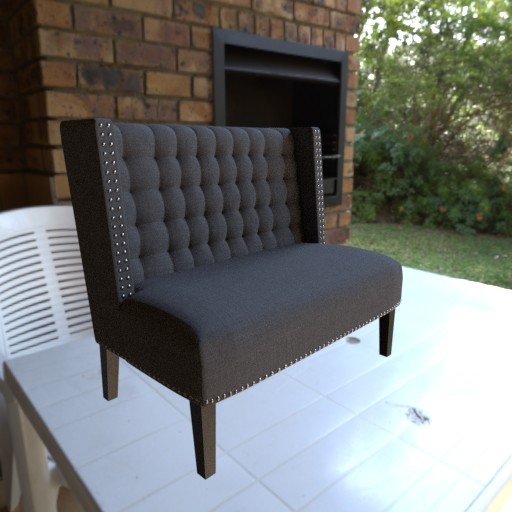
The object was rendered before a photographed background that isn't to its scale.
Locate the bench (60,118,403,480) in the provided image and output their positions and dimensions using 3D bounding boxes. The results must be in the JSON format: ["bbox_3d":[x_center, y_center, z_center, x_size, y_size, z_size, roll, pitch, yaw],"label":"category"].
[{"bbox_3d":[0.000,0.000,1.943,0.842,1.121,1.276,14,20,43],"label":"bench"}]
